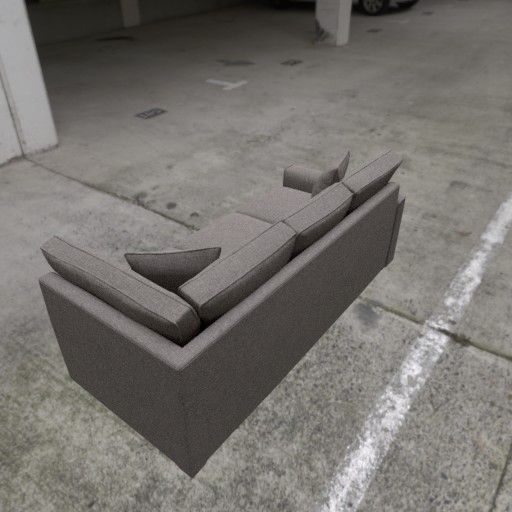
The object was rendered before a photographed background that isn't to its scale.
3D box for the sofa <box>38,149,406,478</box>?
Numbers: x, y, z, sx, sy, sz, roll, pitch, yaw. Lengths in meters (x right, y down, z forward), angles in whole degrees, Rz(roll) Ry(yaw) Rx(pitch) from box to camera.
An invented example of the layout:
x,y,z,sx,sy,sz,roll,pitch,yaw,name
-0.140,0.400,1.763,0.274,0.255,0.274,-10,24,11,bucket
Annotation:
x,y,z,sx,sy,sz,roll,pitch,yaw,name
0.000,0.000,2.834,1.061,0.962,2.317,22,39,30,sofa
